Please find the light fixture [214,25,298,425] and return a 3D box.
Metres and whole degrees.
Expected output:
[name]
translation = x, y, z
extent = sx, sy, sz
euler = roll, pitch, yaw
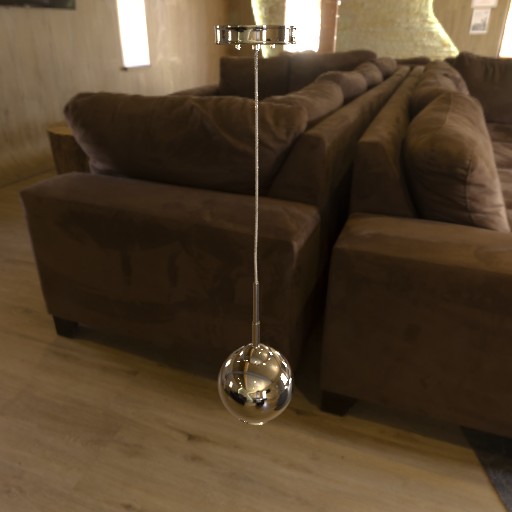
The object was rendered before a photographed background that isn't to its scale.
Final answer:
[light fixture]
translation = 0.000, 0.000, 1.670
extent = 0.336, 1.538, 0.336
euler = 18, 32, 32
